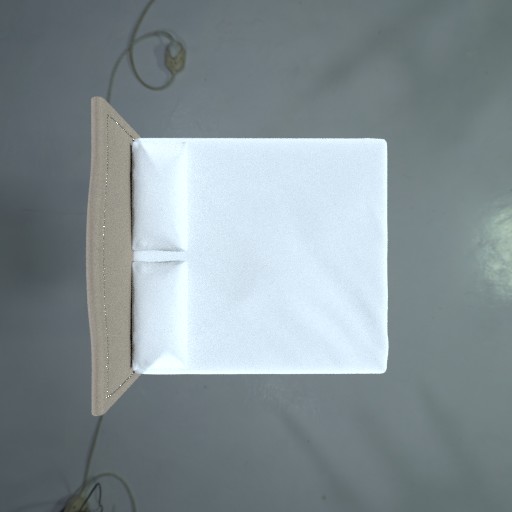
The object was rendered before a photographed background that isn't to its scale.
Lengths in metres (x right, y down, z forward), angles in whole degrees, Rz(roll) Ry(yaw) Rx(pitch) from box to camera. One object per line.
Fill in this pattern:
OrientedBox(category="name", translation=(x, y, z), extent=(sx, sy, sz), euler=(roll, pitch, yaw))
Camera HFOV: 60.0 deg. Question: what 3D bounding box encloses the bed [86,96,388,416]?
OrientedBox(category="bed", translation=(0.000, 0.000, 3.497), extent=(2.182, 1.421, 2.083), euler=(0, 90, 0))
